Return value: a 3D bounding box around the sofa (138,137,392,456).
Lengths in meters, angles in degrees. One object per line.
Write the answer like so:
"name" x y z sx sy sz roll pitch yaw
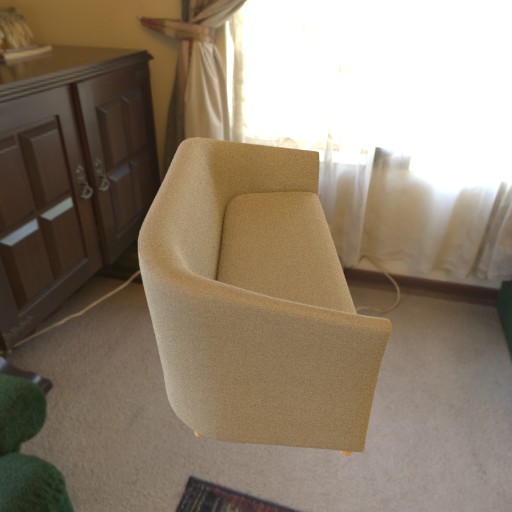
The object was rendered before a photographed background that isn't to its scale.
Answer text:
"sofa" 0.000 0.000 1.862 0.705 0.721 1.452 0 31 0
